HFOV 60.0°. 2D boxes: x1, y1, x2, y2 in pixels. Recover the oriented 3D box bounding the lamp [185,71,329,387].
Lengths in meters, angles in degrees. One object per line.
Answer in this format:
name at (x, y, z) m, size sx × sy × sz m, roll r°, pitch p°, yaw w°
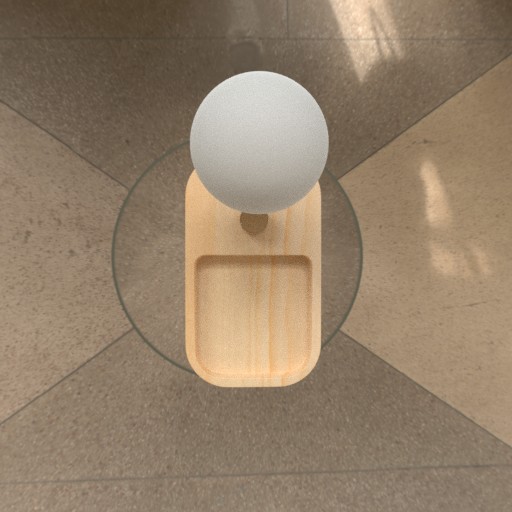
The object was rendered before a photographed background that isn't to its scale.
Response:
lamp at (0.000, 0.000, 0.469) m, size 0.173 × 0.253 × 0.331 m, roll 0°, pitch 90°, yaw -2°
